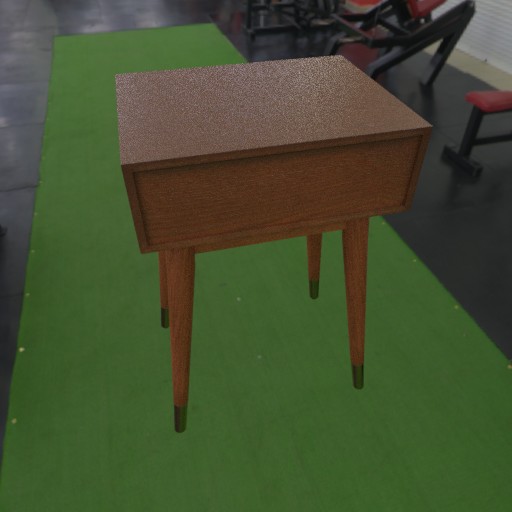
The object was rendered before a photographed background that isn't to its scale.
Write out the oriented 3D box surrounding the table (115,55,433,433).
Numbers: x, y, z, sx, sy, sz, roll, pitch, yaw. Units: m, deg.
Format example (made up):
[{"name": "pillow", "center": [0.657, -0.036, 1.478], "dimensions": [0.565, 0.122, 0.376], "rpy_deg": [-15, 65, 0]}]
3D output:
[{"name": "table", "center": [0.000, 0.000, 0.826], "dimensions": [0.406, 0.599, 0.300], "rpy_deg": [-10, 42, -11]}]
